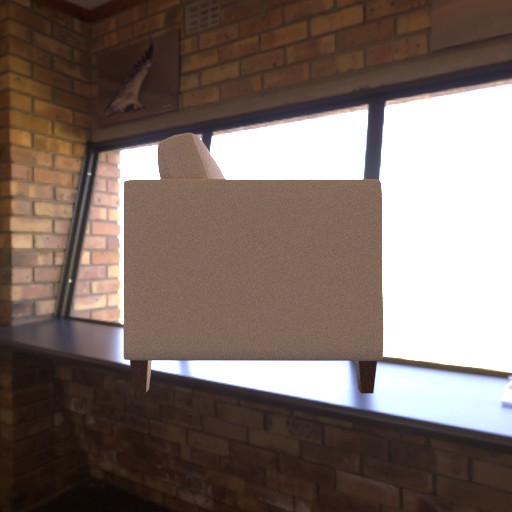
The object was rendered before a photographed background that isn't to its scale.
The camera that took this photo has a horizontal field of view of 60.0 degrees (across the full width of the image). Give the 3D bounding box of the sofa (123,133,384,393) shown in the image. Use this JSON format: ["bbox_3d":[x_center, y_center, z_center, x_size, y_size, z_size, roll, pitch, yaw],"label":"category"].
[{"bbox_3d":[0.000,0.000,2.259,0.873,0.888,1.722,0,0,0],"label":"sofa"}]
